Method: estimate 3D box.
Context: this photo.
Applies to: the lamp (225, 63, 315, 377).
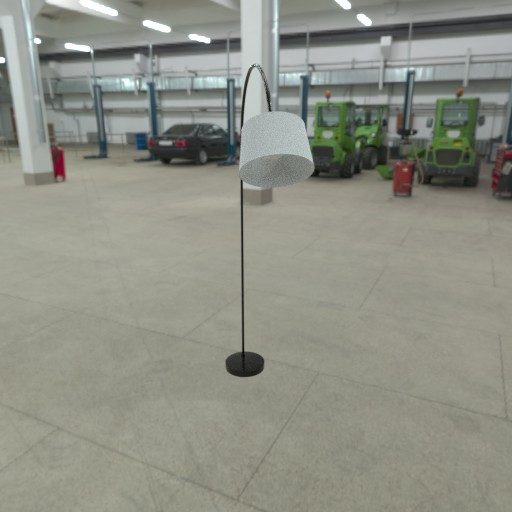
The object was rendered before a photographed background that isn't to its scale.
[{"bbox_3d":[0.000,0.000,2.605,0.331,2.104,1.363,-3,17,-9],"label":"lamp"}]
